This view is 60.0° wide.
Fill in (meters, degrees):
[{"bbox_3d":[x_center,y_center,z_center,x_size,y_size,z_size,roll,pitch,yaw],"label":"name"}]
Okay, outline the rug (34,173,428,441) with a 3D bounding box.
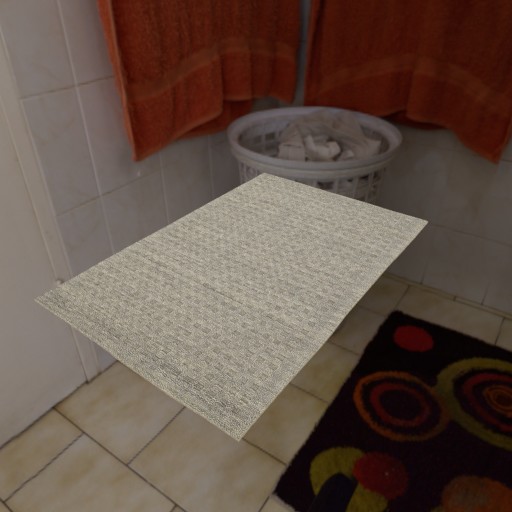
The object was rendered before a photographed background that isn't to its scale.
[{"bbox_3d":[0.000,0.000,2.965,1.532,0.018,2.297,23,40,30],"label":"rug"}]
